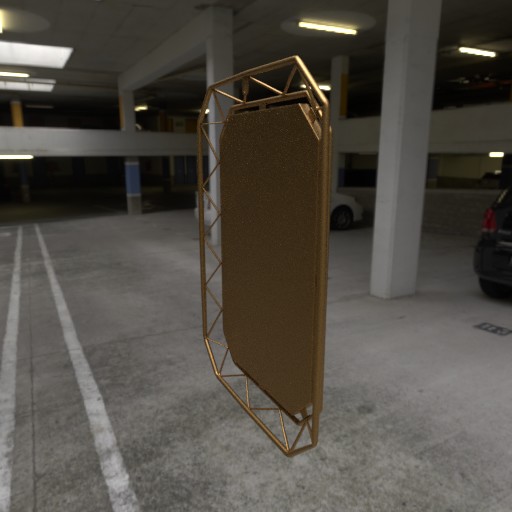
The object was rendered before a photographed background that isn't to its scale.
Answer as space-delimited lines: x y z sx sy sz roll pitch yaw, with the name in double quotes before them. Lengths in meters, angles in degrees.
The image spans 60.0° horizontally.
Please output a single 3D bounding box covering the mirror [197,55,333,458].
"mirror" 0.000 0.000 0.727 0.042 0.566 0.417 -7 15 -27
